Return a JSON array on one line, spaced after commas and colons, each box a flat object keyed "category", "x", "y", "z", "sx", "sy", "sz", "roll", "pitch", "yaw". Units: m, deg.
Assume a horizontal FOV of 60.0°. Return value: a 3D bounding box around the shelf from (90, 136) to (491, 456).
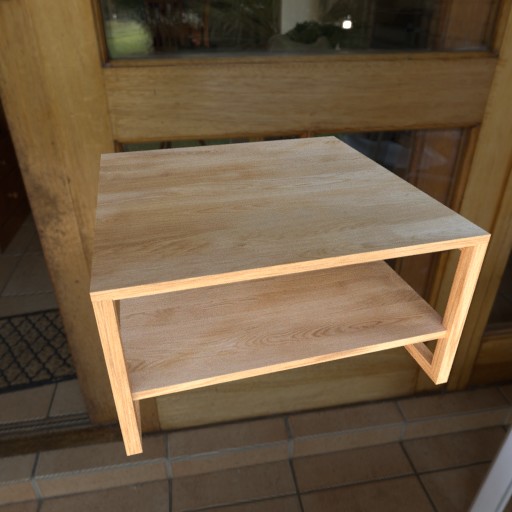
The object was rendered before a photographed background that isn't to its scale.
[{"category": "shelf", "x": 0.000, "y": 0.000, "z": 1.433, "sx": 0.899, "sy": 0.480, "sz": 0.899, "roll": -8, "pitch": 31, "yaw": -13}]
